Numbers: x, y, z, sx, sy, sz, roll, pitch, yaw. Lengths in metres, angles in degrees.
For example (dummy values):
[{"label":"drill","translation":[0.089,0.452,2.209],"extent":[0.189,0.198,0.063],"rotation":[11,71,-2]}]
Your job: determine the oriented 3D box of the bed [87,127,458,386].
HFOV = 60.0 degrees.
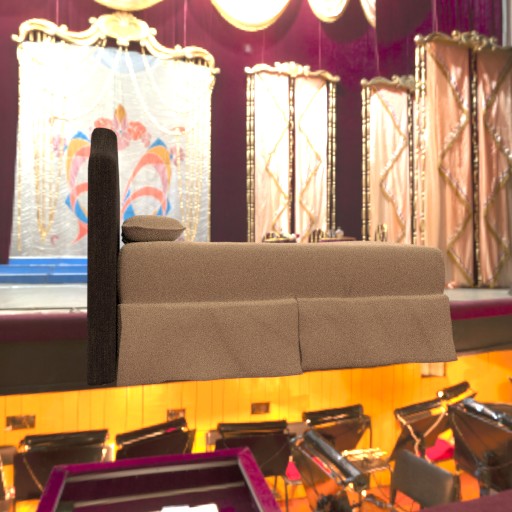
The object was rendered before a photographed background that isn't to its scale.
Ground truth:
[{"label":"bed","translation":[0.000,0.000,3.132],"extent":[2.116,1.290,1.693],"rotation":[0,-1,-17]}]
